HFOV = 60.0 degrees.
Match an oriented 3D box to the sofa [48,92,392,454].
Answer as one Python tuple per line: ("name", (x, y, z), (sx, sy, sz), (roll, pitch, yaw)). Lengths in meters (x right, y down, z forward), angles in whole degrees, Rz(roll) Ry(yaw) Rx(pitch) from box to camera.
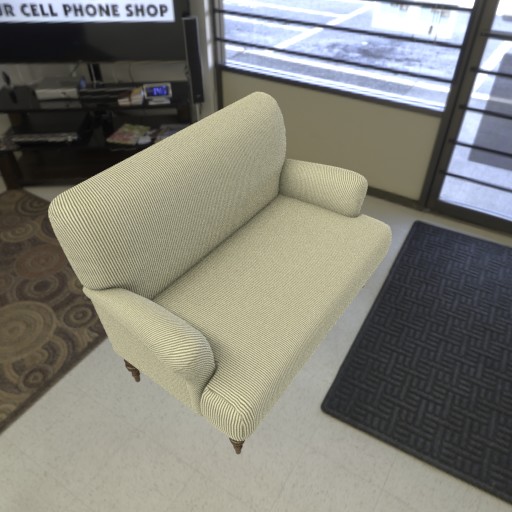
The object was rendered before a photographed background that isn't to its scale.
("sofa", (0.000, 0.000, 1.842), (0.779, 0.889, 1.297), (25, 46, 26))
